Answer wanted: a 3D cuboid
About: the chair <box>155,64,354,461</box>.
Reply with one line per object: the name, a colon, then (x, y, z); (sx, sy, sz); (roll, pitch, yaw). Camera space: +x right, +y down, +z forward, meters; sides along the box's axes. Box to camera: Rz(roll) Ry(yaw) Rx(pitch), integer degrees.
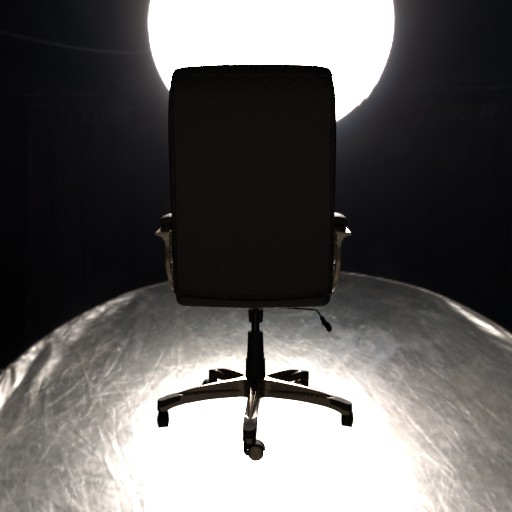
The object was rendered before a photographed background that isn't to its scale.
chair: (0.000, 0.000, 1.657); (0.694, 1.188, 0.748); (0, 1, 1)
